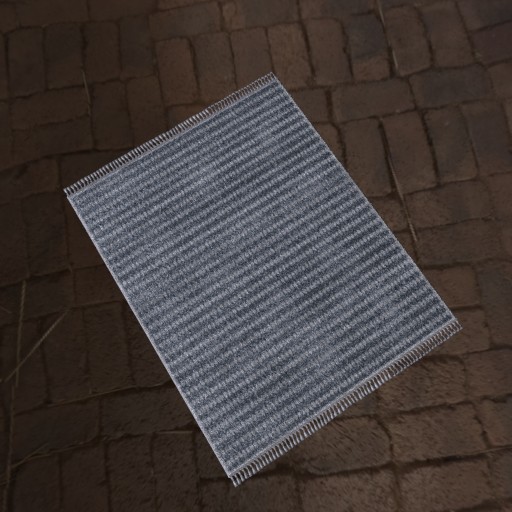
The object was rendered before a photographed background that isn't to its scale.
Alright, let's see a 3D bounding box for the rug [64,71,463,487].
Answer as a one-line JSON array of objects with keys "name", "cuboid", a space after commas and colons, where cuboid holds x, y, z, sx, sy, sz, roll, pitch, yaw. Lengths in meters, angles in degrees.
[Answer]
[{"name": "rug", "cuboid": [0.000, 0.000, 3.838, 2.256, 0.013, 2.910, -32, 79, -7]}]
